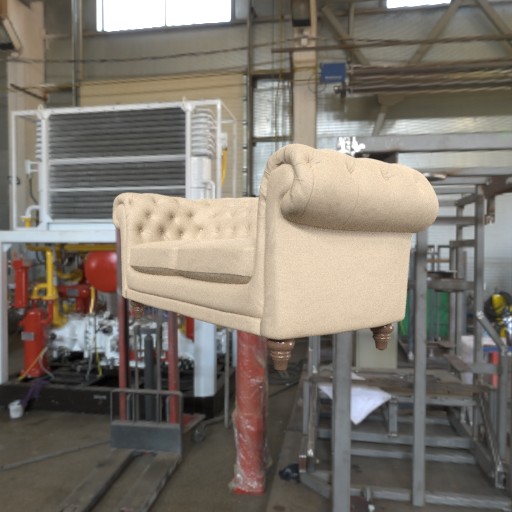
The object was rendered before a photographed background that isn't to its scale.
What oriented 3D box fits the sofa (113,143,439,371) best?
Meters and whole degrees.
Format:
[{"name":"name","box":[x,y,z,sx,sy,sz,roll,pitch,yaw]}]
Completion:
[{"name":"sofa","box":[0.000,0.000,2.528,1.069,0.835,1.988,-1,1,-35]}]
